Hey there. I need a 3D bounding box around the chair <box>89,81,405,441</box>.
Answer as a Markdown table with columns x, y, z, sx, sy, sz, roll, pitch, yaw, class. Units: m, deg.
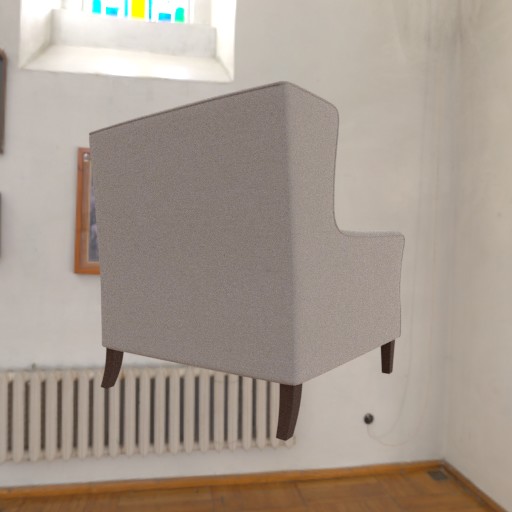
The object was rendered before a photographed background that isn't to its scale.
| x | y | z | sx | sy | sz | roll | pitch | yaw | class |
| --- | --- | --- | --- | --- | --- | --- | --- | --- | --- |
| 0.000 | 0.000 | 1.900 | 0.982 | 1.056 | 1.040 | 0 | 0 | 36 | chair |
